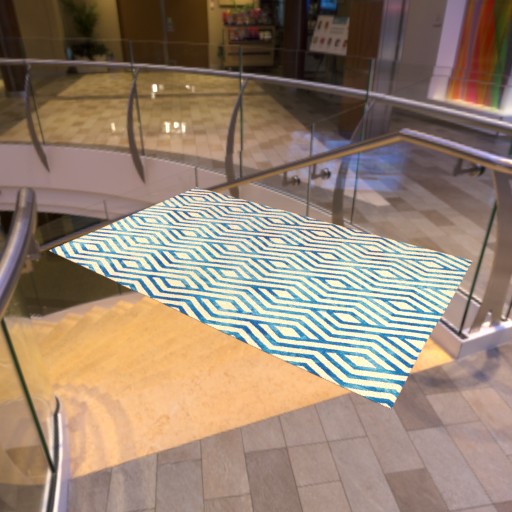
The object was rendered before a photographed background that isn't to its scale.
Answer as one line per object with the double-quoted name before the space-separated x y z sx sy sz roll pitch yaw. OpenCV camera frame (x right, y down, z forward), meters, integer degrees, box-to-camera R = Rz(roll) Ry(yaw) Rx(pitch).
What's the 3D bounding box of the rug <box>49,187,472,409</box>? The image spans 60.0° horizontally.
"rug" 0.000 0.000 3.007 2.439 0.008 1.531 19 34 30
